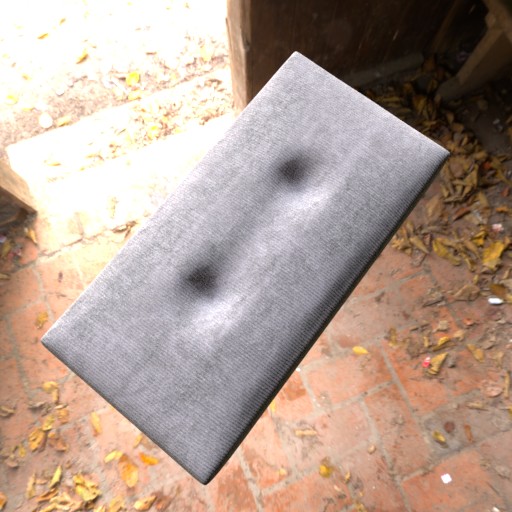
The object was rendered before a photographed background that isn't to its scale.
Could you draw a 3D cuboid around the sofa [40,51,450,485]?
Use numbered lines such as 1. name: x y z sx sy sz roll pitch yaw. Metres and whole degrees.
1. sofa: 0.000 0.000 1.108 0.480 0.330 0.930 37 79 9
